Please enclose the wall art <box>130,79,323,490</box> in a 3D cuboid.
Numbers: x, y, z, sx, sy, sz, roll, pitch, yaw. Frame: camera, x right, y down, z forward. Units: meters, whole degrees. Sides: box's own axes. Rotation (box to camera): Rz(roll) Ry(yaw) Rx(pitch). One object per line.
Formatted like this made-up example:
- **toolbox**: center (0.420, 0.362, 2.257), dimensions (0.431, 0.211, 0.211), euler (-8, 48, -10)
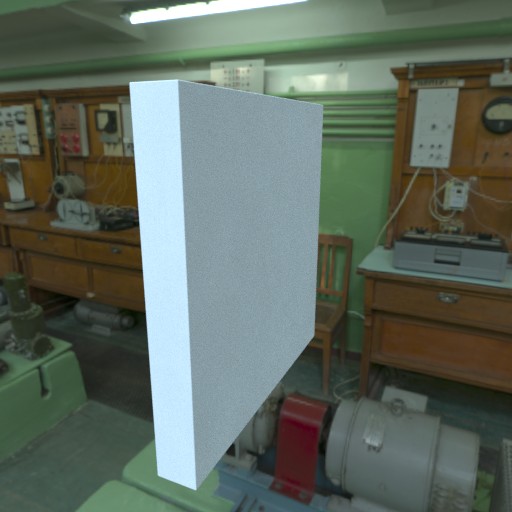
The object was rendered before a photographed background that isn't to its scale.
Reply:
- **wall art**: center (0.000, 0.000, 0.451), dimensions (0.038, 0.305, 0.305), euler (7, 17, 24)
